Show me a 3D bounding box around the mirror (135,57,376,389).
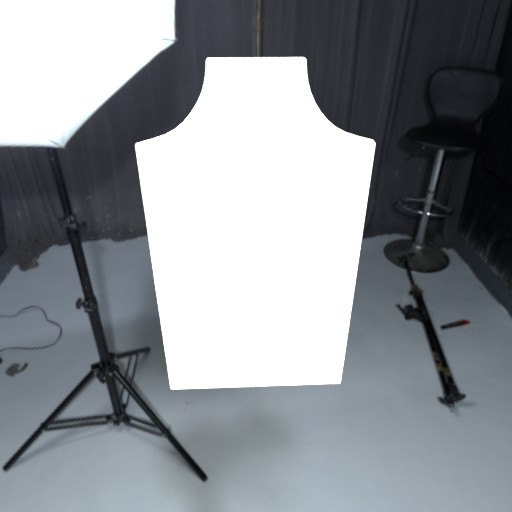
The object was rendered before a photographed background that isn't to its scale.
[{"bbox_3d":[0.000,0.000,0.870,0.403,0.717,0.022,-1,32,-2],"label":"mirror"}]
